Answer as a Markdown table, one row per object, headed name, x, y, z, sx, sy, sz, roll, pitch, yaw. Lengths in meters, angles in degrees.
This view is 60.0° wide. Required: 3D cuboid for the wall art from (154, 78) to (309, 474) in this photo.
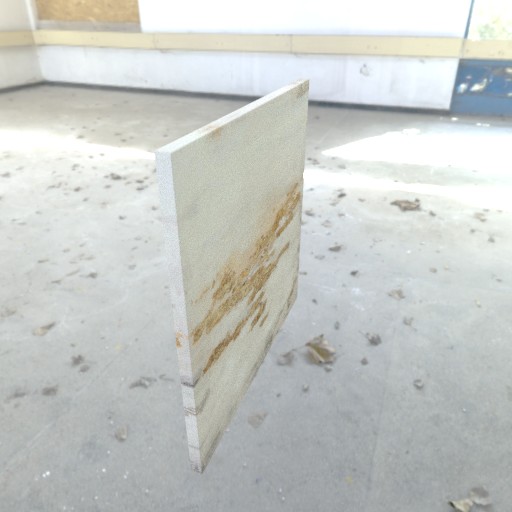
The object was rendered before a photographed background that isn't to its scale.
| name | x | y | z | sx | sy | sz | roll | pitch | yaw |
| --- | --- | --- | --- | --- | --- | --- | --- | --- | --- |
| wall art | 0.000 | 0.000 | 1.539 | 0.040 | 1.018 | 1.015 | 11 | 32 | 18 |
